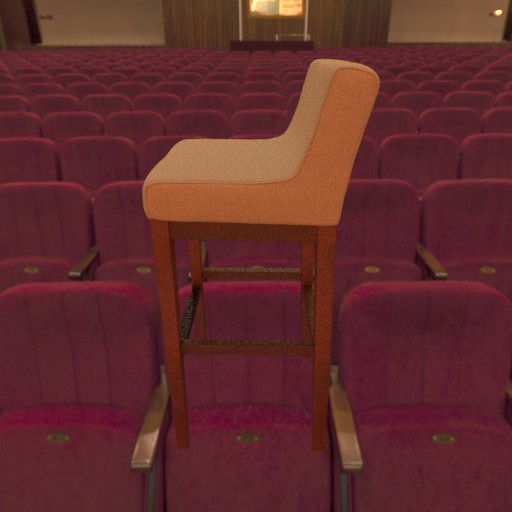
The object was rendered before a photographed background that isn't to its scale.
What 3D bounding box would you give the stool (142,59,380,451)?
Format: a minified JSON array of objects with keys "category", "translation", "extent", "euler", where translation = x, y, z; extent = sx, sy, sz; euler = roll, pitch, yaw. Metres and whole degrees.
[{"category":"stool","translation":[0.000,0.000,1.282],"extent":[0.500,1.037,0.511],"euler":[0,25,1]}]
